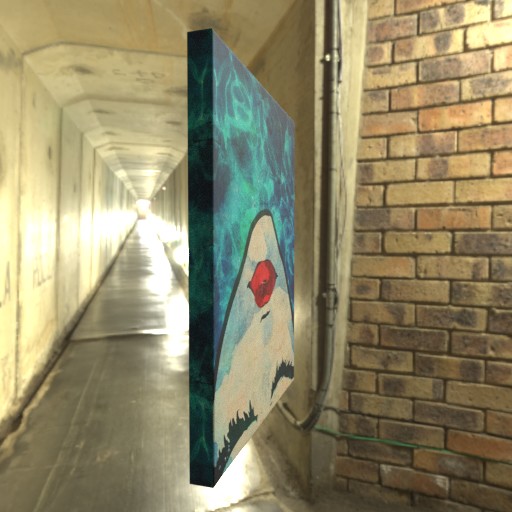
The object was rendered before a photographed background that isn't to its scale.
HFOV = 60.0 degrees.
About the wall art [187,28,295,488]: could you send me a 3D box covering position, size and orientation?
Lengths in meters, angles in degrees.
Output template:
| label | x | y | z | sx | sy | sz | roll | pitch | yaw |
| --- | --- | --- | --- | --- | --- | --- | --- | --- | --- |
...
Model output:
| label | x | y | z | sx | sy | sz | roll | pitch | yaw |
| --- | --- | --- | --- | --- | --- | --- | --- | --- | --- |
| wall art | 0.000 | 0.000 | 0.858 | 0.038 | 0.635 | 0.508 | 1 | 2 | 18 |
